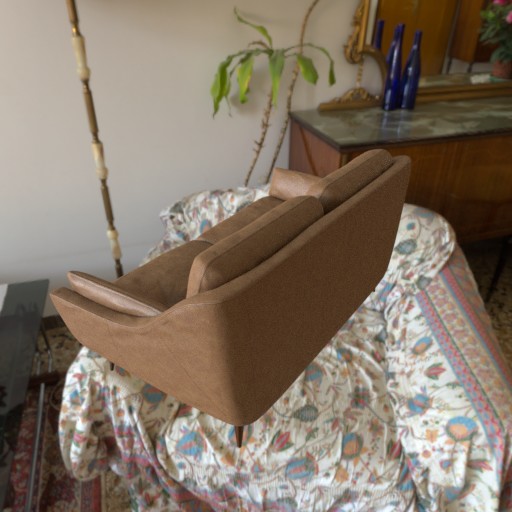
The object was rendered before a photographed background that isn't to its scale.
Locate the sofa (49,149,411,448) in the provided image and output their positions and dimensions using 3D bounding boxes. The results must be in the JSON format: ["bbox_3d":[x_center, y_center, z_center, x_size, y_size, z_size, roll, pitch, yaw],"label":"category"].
[{"bbox_3d":[0.000,0.000,2.279,0.981,0.886,1.731,21,37,30],"label":"sofa"}]
